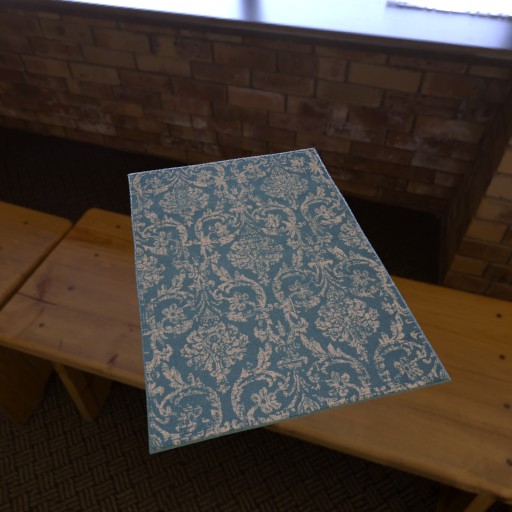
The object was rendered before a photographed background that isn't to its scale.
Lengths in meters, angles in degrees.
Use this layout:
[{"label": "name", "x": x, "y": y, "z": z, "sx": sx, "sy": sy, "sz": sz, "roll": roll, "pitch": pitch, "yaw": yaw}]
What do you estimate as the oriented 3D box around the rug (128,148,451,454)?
[{"label": "rug", "x": 0.000, "y": 0.000, "z": 2.909, "sx": 1.554, "sy": 0.012, "sz": 2.205, "roll": -10, "pitch": 48, "yaw": -9}]
